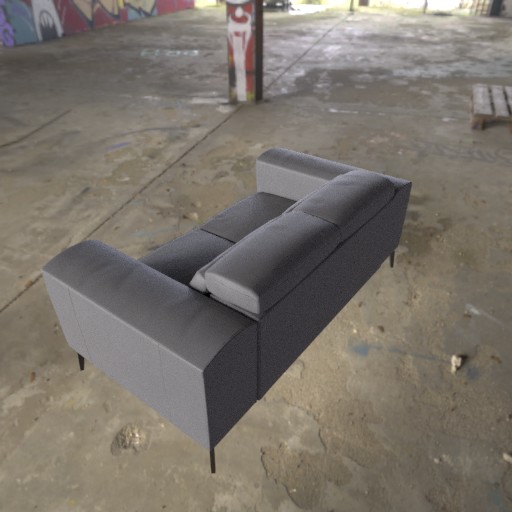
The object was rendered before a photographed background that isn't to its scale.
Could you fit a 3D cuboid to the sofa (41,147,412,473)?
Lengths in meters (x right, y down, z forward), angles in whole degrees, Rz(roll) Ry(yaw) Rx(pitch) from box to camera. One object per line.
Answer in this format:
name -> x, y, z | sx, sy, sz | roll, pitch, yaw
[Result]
sofa -> 0.000, 0.000, 2.452 | 1.003, 0.779, 1.895 | 23, 40, 30
